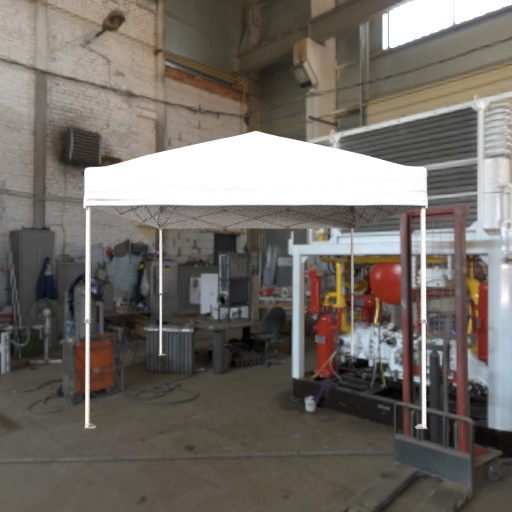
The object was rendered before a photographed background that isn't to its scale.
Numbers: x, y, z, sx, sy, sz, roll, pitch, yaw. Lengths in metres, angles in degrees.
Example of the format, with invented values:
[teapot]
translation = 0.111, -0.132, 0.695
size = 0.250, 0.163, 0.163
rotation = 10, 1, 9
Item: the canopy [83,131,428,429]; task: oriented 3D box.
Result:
[canopy]
translation = 0.000, 0.000, 5.317
size = 2.998, 2.997, 2.996
rotation = 0, 0, 0
